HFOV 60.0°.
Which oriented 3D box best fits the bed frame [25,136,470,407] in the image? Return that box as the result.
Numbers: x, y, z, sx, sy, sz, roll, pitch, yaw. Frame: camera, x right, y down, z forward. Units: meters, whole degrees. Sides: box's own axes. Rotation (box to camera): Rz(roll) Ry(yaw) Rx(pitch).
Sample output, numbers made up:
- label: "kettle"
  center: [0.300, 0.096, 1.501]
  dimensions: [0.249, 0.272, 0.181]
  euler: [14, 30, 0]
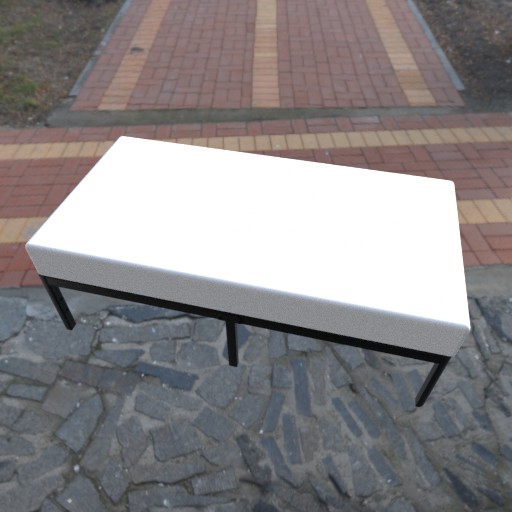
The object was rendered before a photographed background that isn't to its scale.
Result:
- label: "bed frame"
  center: [0.000, 0.000, 2.431]
  dimensions: [1.950, 0.659, 1.023]
  euler: [10, 46, 10]
